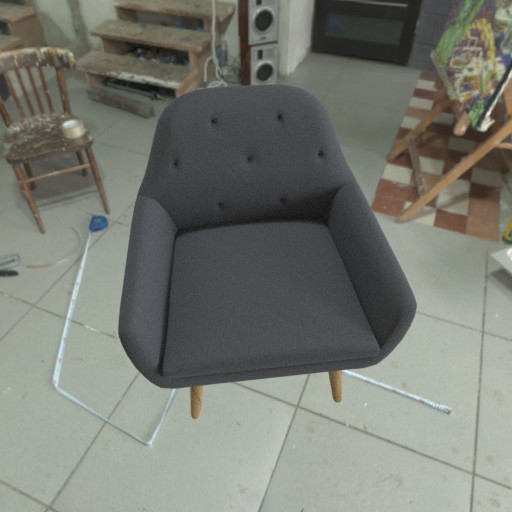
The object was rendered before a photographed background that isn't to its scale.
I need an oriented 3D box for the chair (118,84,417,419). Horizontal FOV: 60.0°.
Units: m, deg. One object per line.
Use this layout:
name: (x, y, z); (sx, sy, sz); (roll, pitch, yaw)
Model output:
chair: (0.000, 0.000, 1.430); (0.770, 0.800, 0.779); (-5, 45, -5)
